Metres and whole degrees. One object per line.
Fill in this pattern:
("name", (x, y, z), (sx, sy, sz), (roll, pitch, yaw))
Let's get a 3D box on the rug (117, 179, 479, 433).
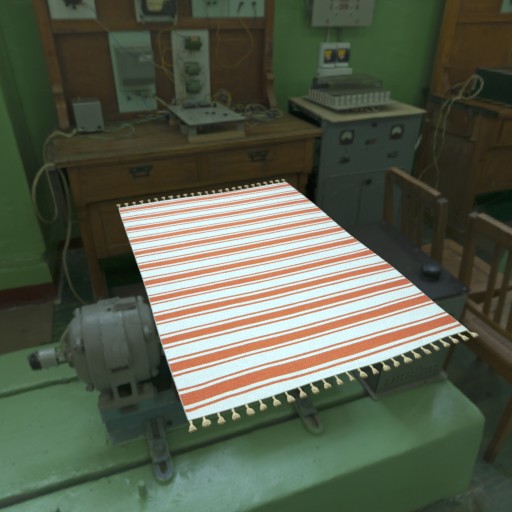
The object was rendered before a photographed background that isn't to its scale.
("rug", (0.000, 0.000, 3.014), (1.556, 0.022, 2.433), (-12, 33, -19))
